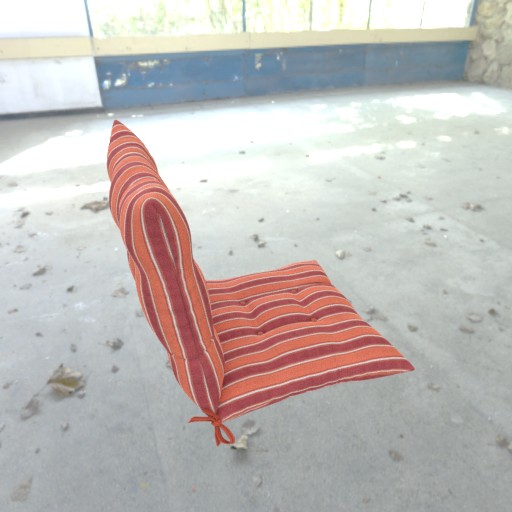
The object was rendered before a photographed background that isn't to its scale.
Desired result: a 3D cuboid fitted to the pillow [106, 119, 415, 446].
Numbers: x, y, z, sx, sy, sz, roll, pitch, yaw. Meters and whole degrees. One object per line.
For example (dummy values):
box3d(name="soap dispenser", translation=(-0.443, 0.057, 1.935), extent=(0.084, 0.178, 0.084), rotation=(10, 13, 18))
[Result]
box3d(name="pillow", translation=(0.000, 0.000, 1.001), extent=(0.585, 0.536, 0.541), rotation=(-10, 32, -17))
